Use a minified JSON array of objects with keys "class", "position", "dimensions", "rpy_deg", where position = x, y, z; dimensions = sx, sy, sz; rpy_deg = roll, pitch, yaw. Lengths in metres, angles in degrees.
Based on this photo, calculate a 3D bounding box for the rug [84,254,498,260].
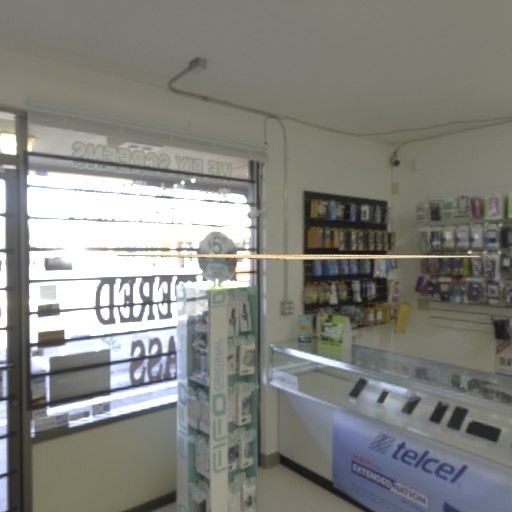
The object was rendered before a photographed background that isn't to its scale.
[{"class":"rug","position":[0.000,0.000,2.351],"dimensions":[1.268,0.007,1.918],"rpy_deg":[0,1,-37]}]
